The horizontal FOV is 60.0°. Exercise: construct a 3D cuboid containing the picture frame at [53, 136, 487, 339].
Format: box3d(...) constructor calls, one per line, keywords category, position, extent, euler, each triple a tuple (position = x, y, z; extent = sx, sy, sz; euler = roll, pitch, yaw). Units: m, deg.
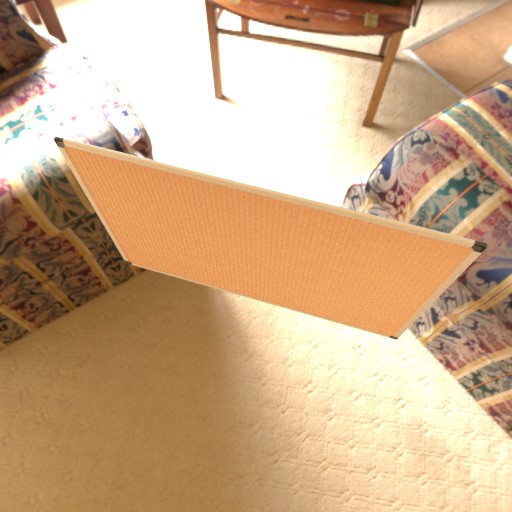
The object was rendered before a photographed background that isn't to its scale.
box3d(category="picture frame", position=(0.000, 0.000, 1.145), extent=(0.900, 0.600, 0.010), euler=(15, 64, 8))
